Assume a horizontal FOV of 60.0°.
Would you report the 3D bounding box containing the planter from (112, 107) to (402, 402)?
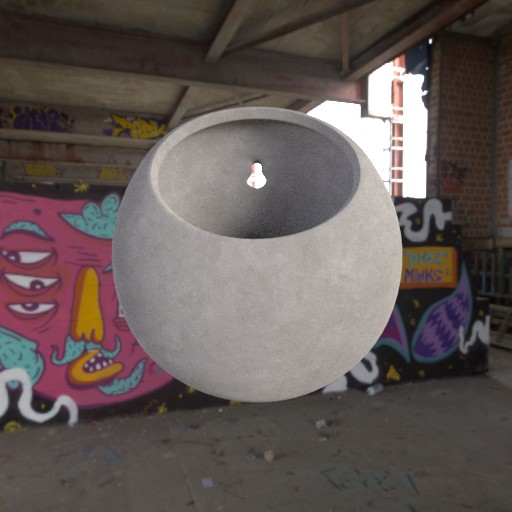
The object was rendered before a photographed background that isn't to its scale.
[{"bbox_3d":[0.000,0.000,0.284,0.185,0.188,0.071,0,2,1],"label":"planter"}]
